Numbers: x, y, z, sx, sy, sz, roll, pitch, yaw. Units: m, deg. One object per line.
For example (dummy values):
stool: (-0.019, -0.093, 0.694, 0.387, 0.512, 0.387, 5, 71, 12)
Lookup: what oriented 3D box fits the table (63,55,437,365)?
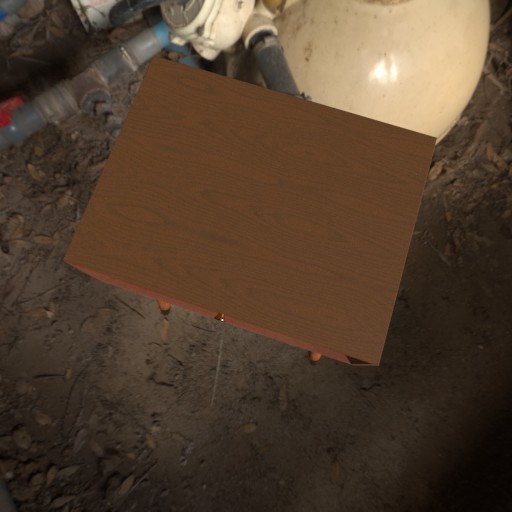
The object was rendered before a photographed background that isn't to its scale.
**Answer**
table: (0.000, 0.000, 0.830, 0.406, 0.599, 0.300, 18, 77, 4)
